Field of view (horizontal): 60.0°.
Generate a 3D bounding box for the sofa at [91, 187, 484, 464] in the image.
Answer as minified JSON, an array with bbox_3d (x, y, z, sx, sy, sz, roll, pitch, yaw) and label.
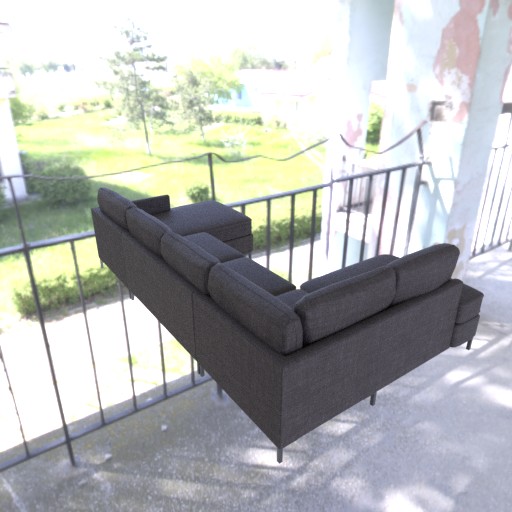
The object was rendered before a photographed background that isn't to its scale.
[{"bbox_3d":[0.000,0.000,4.233,2.048,0.999,3.423,-16,29,-32],"label":"sofa"}]
